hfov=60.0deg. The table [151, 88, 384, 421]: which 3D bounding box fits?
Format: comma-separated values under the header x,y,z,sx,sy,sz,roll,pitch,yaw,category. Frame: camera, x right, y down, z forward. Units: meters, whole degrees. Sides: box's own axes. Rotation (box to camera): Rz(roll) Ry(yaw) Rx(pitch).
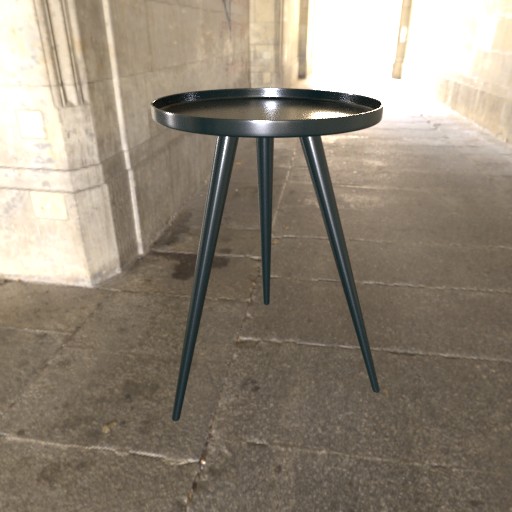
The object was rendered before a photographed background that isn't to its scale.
x,y,z,sx,sy,sz,roll,pitch,yaw,category
0.000,0.000,0.827,0.415,0.548,0.403,-18,32,-32,table
